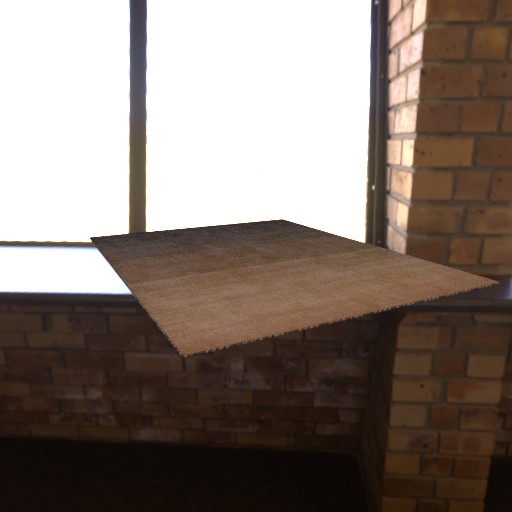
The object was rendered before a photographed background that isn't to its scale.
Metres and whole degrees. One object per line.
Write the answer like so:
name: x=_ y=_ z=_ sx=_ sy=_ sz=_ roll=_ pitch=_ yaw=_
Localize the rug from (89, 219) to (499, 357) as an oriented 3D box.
rug: x=0.000 y=0.000 z=3.781 sx=2.305 sy=0.017 sz=2.902 roll=-8 pitch=17 yaw=-27
